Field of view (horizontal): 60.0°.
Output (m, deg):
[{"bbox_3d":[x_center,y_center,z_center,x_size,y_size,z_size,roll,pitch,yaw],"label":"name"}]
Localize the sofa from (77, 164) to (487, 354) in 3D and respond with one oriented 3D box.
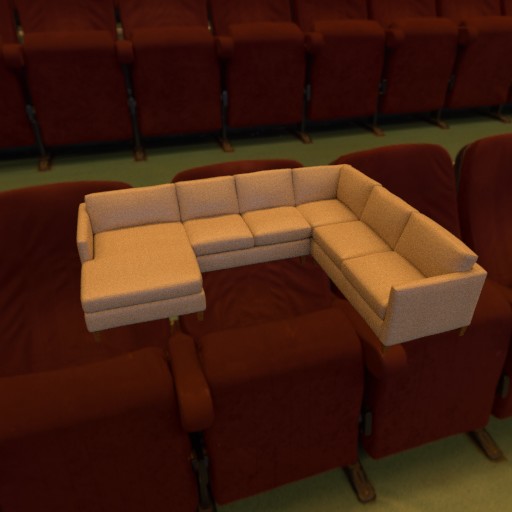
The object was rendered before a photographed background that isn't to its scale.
[{"bbox_3d":[0.000,0.000,4.569,3.460,0.961,2.594,-9,33,-15],"label":"sofa"}]
